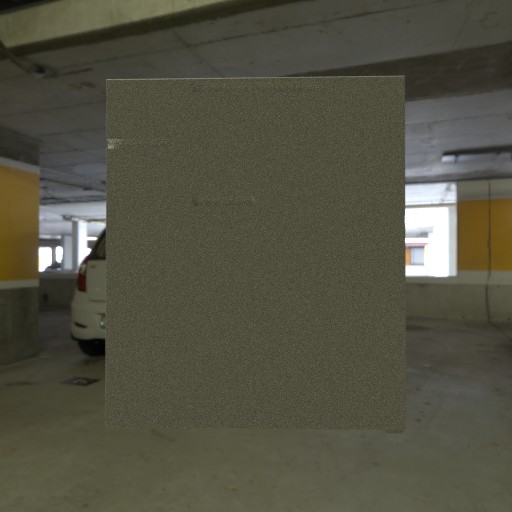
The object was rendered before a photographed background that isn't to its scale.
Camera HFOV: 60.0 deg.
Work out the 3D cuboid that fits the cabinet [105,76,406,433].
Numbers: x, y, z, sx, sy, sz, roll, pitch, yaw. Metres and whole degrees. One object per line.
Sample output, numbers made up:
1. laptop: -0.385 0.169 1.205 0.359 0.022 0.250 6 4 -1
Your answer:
1. cabinet: 0.000 0.000 1.678 1.000 1.190 0.400 0 -1 2
